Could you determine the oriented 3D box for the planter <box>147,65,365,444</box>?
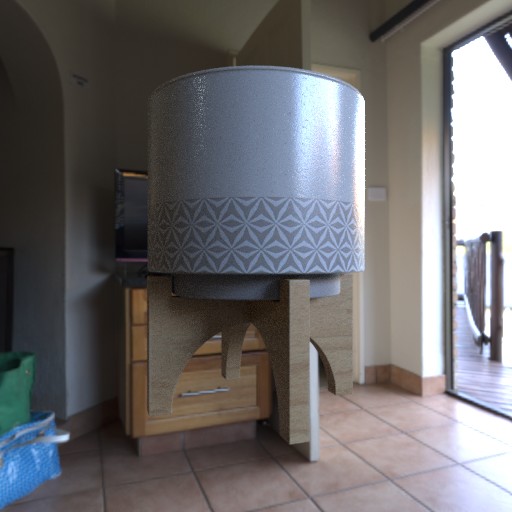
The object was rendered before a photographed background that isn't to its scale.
[{"bbox_3d":[0.000,0.000,0.522,0.249,0.343,0.249,0,0,0],"label":"planter"}]
